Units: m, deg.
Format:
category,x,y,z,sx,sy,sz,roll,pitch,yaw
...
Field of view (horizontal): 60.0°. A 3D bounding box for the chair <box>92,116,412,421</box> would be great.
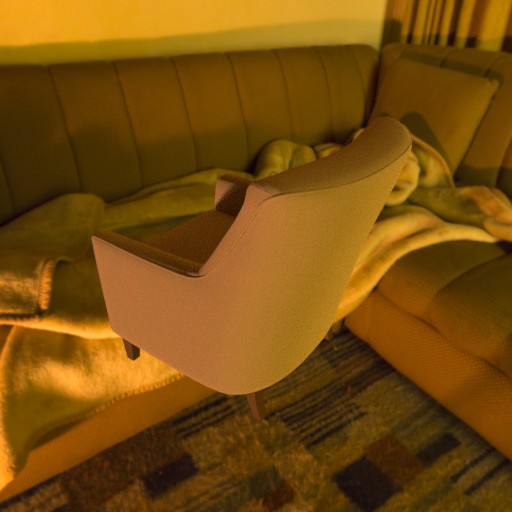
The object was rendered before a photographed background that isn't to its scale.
category,x,y,z,sx,sy,sz,roll,pitch,yaw
chair,0.000,0.000,1.580,0.879,0.916,0.756,20,36,30
